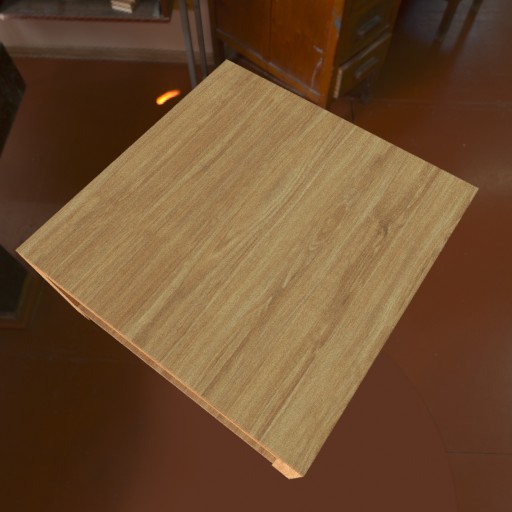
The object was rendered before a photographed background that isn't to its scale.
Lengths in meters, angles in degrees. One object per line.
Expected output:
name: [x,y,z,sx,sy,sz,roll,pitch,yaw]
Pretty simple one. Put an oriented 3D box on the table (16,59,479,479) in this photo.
table: [0.000,0.000,1.403,0.900,0.450,0.900,33,67,16]
